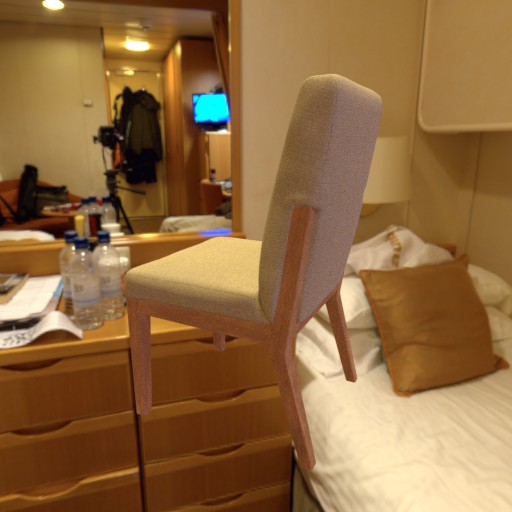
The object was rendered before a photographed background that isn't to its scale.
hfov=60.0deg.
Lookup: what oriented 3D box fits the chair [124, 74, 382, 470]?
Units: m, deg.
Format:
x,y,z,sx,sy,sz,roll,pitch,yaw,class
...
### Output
x,y,z,sx,sy,sz,roll,pitch,yaw,class
0.000,0.000,1.282,0.586,0.911,0.507,7,16,25,chair
